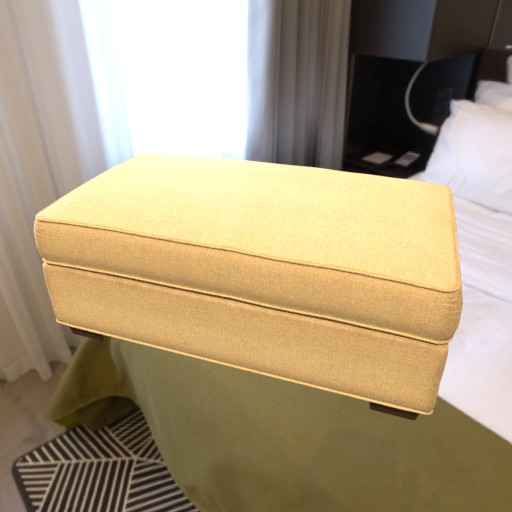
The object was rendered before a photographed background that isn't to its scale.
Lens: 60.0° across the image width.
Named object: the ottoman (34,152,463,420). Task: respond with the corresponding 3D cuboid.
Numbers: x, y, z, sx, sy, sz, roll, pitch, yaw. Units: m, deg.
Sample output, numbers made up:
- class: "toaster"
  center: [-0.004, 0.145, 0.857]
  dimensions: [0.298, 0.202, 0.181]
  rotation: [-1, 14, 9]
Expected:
- class: "ottoman"
  center: [0.000, 0.000, 1.362]
  dimensions: [1.097, 0.448, 0.617]
  rotation: [10, 32, 16]
